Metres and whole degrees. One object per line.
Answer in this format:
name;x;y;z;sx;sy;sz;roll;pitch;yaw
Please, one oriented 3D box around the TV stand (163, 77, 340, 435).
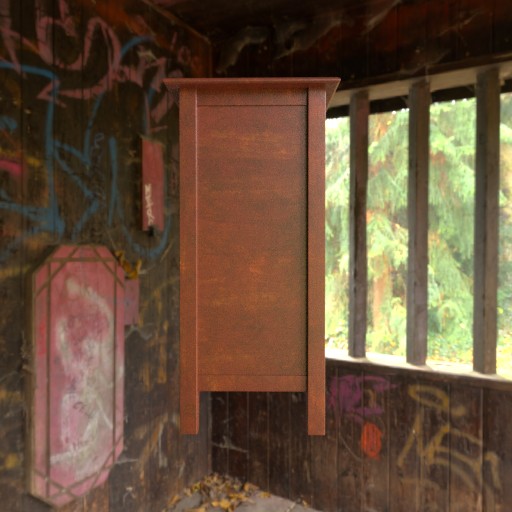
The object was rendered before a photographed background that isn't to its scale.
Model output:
TV stand;0.000;0.000;1.800;0.445;0.915;1.372;0;1;1
